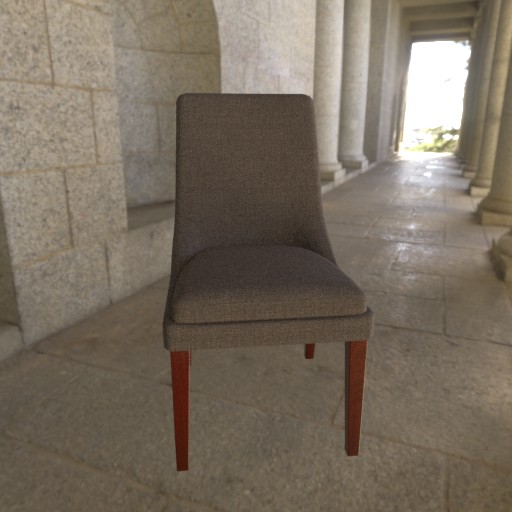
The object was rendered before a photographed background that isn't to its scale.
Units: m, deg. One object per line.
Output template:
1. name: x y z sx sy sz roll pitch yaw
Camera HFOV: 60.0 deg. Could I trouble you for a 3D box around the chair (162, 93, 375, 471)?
1. chair: 0.000 0.000 1.325 0.508 0.952 0.655 -2 16 -7
